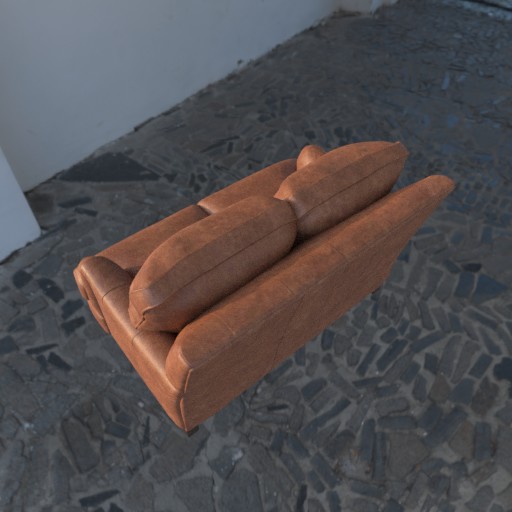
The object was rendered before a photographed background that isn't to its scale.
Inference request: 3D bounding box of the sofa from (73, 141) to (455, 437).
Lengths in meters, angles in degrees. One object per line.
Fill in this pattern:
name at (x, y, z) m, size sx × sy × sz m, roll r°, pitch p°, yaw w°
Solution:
sofa at (0.000, 0.000, 2.213) m, size 1.527 × 1.004 × 1.077 m, roll -31°, pitch 55°, yaw -26°
